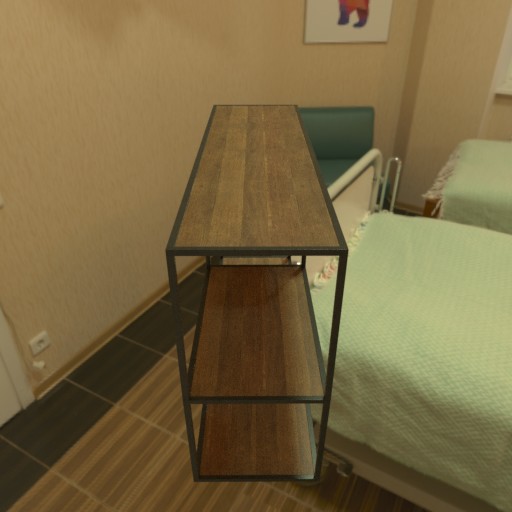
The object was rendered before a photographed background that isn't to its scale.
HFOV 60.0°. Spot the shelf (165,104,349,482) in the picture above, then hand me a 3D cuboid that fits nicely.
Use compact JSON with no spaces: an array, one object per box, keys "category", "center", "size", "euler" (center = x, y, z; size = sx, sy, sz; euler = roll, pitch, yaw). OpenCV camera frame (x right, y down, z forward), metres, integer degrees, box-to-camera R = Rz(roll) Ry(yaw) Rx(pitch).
[{"category":"shelf","center":[0.000,0.000,1.566],"size":[0.361,0.765,1.201],"euler":[0,32,0]}]
